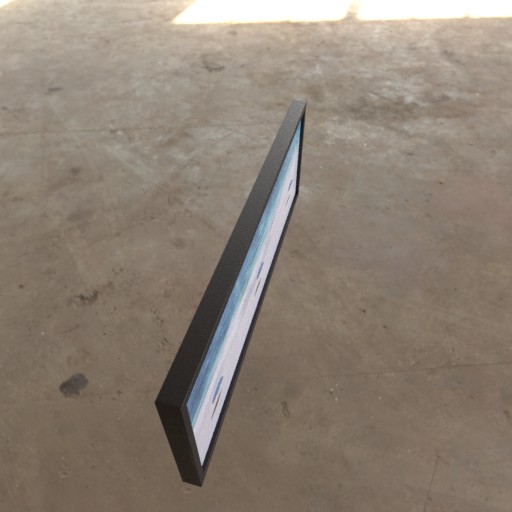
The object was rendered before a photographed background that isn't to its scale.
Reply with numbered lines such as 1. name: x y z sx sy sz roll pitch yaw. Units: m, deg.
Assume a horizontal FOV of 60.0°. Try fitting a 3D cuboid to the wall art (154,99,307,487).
1. wall art: 0.000 0.000 0.963 0.037 0.303 0.860 11 47 11
